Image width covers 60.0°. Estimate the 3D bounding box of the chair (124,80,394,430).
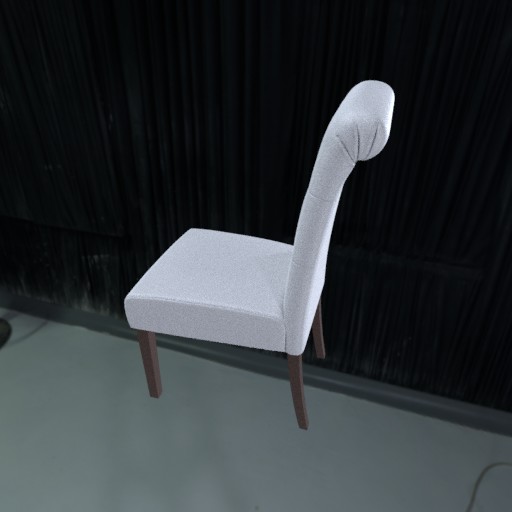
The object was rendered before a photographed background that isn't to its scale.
[{"bbox_3d":[0.000,0.000,1.356,0.671,1.006,0.456,9,32,14],"label":"chair"}]
